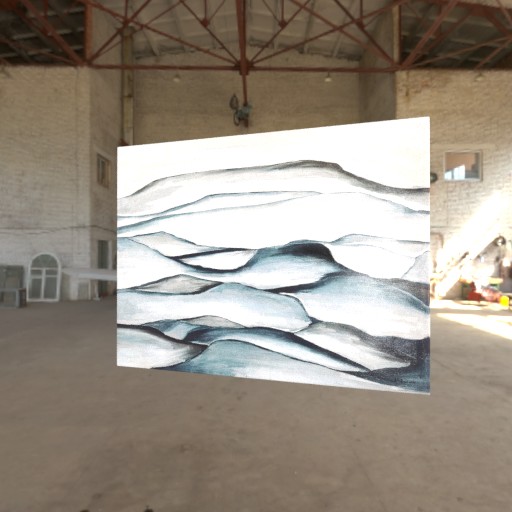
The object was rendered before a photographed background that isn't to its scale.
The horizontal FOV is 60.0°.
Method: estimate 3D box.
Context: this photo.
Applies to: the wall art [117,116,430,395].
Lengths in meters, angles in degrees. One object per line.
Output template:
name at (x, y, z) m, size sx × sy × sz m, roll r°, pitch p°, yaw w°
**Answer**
wall art at (0.000, 0.000, 1.670) m, size 1.219 × 0.915 × 0.039 m, roll 0°, pitch 0°, yaw 19°
